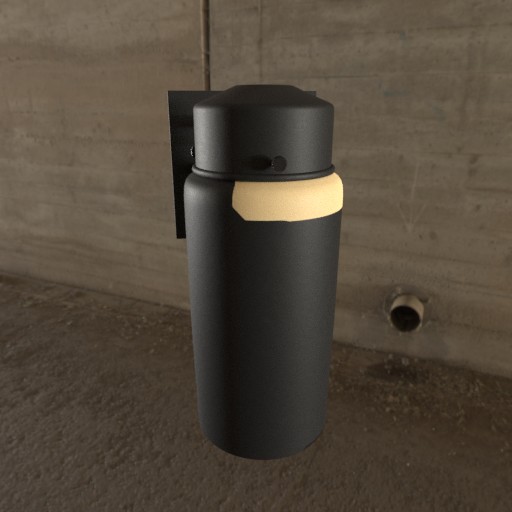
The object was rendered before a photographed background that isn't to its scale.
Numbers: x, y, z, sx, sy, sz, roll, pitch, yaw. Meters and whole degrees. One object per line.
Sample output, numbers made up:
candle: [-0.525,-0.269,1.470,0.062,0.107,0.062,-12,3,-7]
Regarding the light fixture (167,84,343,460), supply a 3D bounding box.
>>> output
light fixture: [0.000,0.000,0.361,0.130,0.257,0.176,-3,19,-8]
